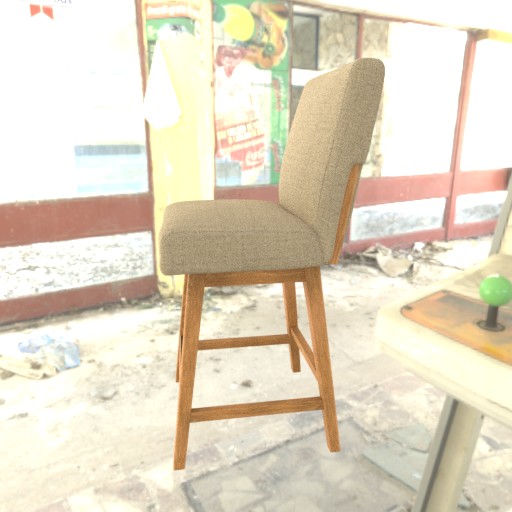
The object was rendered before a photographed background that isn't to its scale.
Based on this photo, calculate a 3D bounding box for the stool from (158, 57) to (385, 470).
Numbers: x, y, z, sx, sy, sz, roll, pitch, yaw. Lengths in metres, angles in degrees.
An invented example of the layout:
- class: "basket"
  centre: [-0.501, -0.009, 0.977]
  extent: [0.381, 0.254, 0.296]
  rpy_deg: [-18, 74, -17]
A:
- class: "stool"
  centre: [0.000, 0.000, 1.272]
  extent: [0.526, 1.010, 0.459]
  rpy_deg: [-2, 16, -9]
